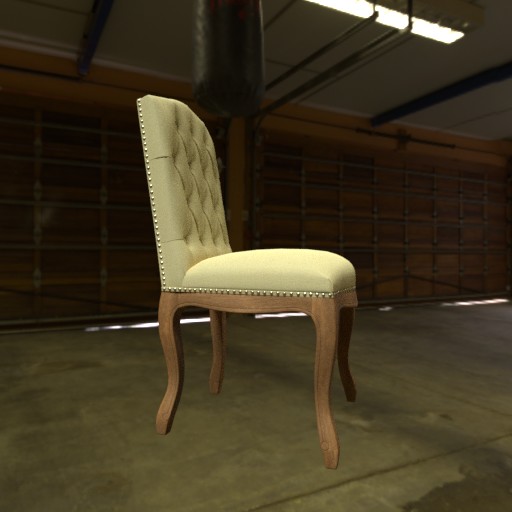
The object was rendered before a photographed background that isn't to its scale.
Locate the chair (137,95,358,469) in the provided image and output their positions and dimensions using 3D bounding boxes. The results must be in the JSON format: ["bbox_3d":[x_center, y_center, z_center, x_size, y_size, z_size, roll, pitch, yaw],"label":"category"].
[{"bbox_3d":[0.000,0.000,1.597,0.715,1.165,0.623,0,0,17],"label":"chair"}]
